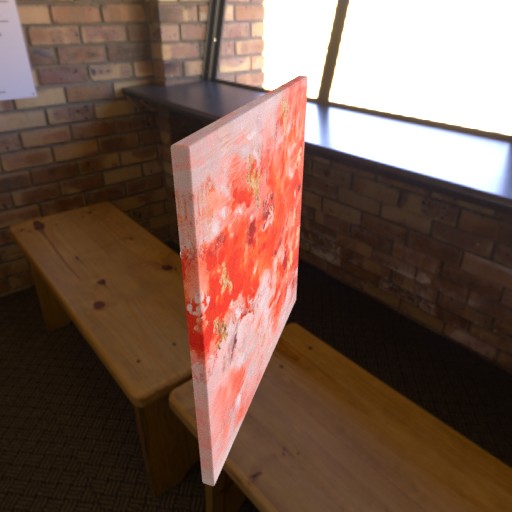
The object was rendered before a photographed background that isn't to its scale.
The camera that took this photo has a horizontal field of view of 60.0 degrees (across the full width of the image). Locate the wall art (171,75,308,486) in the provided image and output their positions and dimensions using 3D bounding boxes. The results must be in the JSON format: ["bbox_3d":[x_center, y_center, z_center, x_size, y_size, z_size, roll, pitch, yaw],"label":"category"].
[{"bbox_3d":[0.000,0.000,1.291,0.066,0.878,0.878,9,31,16],"label":"wall art"}]
